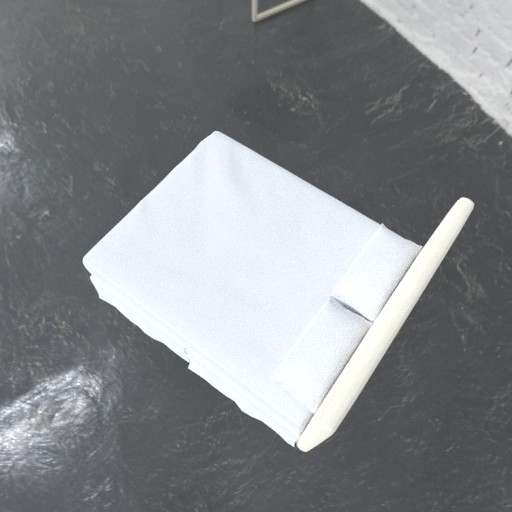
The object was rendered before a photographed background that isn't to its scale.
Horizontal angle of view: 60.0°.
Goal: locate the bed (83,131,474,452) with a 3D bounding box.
[{"bbox_3d":[0.000,0.000,3.242,2.142,1.330,1.713,33,67,16],"label":"bed"}]
